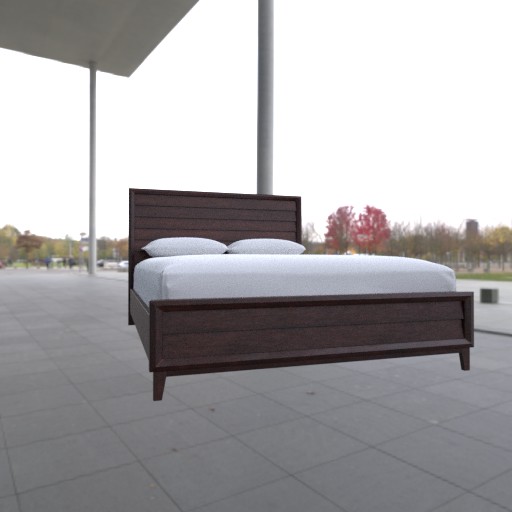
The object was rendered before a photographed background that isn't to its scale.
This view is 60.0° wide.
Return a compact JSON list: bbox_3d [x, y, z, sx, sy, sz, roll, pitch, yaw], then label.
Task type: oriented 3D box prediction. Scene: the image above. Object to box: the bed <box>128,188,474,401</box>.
[{"bbox_3d":[0.000,0.000,3.868,2.040,1.492,2.803,0,0,-18],"label":"bed"}]
